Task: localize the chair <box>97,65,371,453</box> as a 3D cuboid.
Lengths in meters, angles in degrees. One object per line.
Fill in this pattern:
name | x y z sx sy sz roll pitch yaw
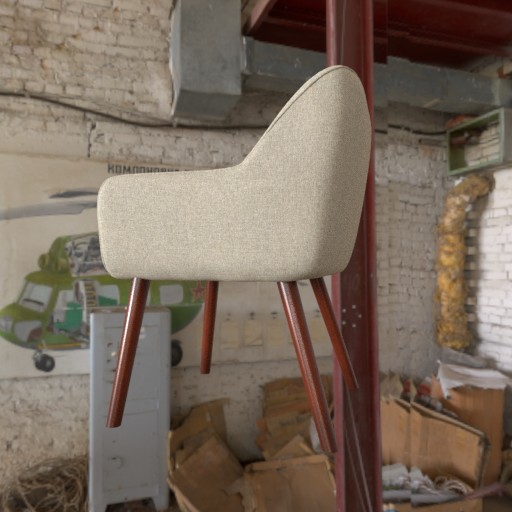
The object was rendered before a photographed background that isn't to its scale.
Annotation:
chair | 0.000 0.000 1.229 0.610 0.813 0.610 0 -1 18
